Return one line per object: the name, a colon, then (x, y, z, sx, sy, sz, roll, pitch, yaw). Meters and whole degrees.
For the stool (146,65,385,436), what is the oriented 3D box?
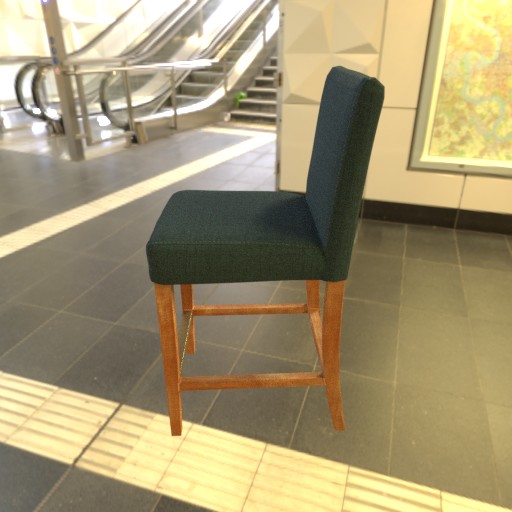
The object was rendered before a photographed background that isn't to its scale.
stool: (0.000, 0.000, 1.343, 0.567, 1.039, 0.454, -1, 26, -1)
